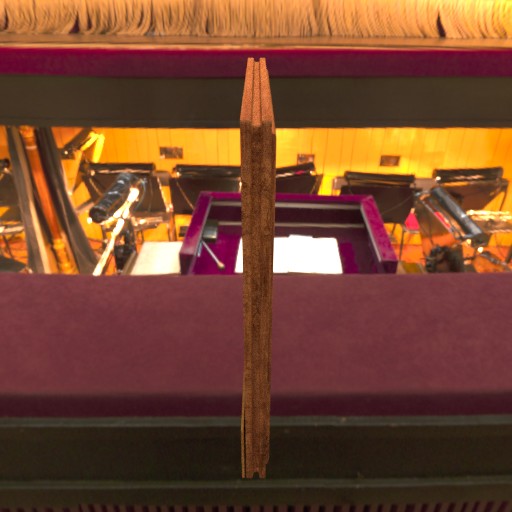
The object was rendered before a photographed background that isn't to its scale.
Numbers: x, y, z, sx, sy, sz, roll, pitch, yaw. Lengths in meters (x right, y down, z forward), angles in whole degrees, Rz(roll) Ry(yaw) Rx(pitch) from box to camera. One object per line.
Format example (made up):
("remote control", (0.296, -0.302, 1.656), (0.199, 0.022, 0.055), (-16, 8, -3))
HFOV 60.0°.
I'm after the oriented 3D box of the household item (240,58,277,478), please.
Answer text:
("household item", (0.000, 0.000, 0.316), (0.018, 0.237, 0.186), (0, 31, 0))
